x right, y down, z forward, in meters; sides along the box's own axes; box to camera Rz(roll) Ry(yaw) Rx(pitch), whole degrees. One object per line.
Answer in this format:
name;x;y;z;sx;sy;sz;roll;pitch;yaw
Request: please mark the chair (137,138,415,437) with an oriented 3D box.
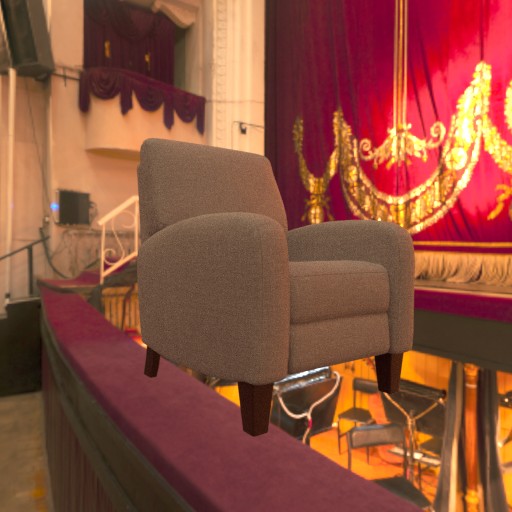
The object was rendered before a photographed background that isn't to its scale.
chair;0.000;0.000;1.758;0.762;0.990;0.990;-1;1;-37
